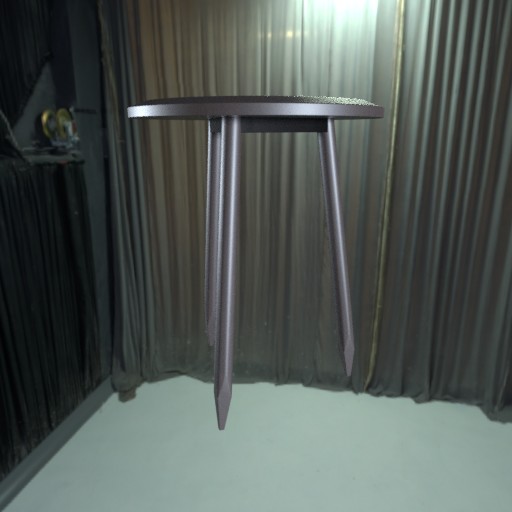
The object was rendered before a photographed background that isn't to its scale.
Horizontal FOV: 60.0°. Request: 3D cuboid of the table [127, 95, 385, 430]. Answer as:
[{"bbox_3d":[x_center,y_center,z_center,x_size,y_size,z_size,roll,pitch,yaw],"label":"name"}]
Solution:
[{"bbox_3d":[0.000,0.000,0.897,0.457,0.585,0.457,0,16,0],"label":"table"}]
